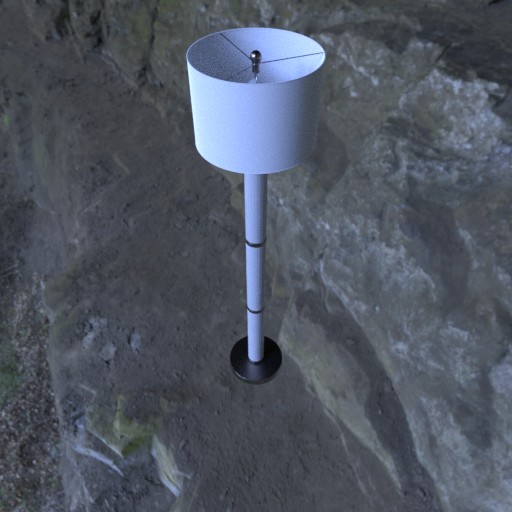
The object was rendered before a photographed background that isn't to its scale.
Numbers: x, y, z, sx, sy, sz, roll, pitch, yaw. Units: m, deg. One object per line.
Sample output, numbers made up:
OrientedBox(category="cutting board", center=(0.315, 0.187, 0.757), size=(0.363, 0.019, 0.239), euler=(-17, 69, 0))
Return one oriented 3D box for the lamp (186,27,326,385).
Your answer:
OrientedBox(category="lamp", center=(0.000, 0.000, 1.771), size=(0.377, 1.599, 0.377), euler=(-3, 46, -3))
